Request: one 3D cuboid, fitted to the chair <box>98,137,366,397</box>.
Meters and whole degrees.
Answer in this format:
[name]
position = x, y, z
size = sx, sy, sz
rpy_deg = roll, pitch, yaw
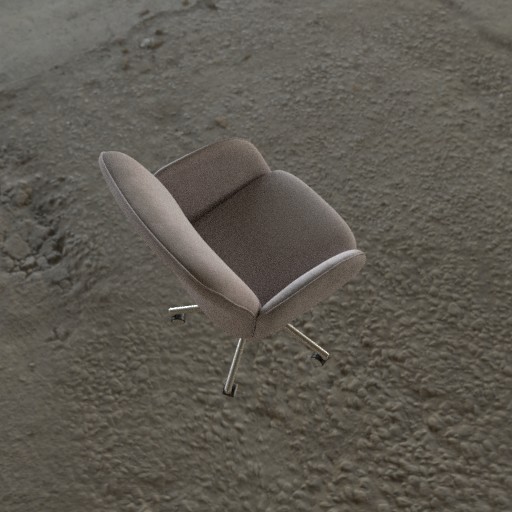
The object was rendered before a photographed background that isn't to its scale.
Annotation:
[chair]
position = 0.000, 0.000, 1.414
size = 0.654, 0.959, 0.648
rpy_deg = -33, 64, -18
